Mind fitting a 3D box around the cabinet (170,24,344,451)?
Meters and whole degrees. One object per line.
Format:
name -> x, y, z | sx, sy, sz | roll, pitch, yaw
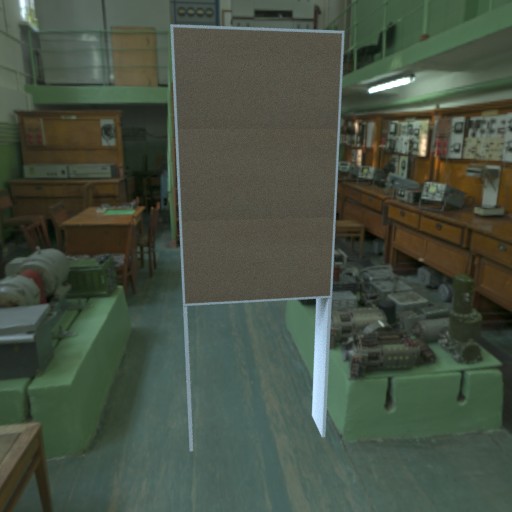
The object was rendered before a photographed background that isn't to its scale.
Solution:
cabinet -> 0.000, 0.000, 1.933 | 0.643, 1.770, 0.192 | -2, 15, -9
